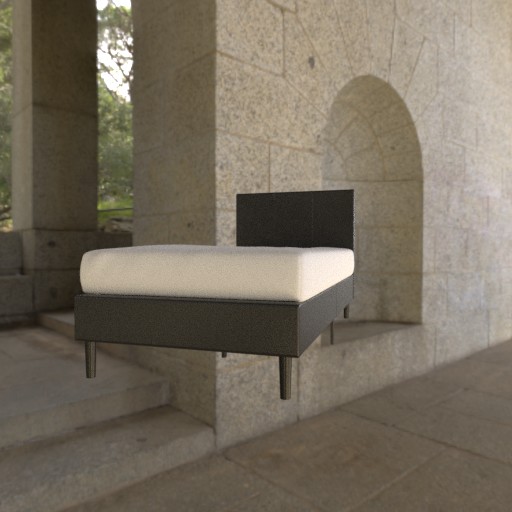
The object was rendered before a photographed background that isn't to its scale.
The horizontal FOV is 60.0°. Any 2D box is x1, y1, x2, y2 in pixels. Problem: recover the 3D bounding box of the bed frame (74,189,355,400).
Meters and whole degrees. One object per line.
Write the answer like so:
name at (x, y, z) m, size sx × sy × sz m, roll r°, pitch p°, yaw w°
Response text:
bed frame at (0.000, 0.000, 2.641) m, size 1.038 × 1.046 × 2.152 m, roll 0°, pitch 1°, yaw 18°
